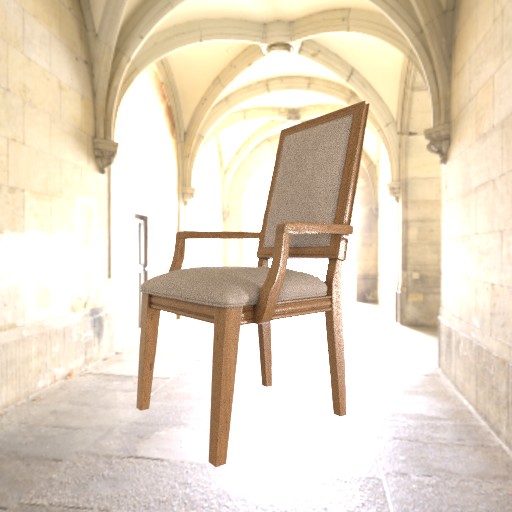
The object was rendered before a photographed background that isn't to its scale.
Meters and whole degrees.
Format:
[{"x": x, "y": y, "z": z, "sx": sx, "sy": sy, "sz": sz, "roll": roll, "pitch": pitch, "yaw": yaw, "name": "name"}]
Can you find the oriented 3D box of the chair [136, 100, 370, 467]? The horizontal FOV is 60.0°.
[{"x": 0.000, "y": 0.000, "z": 1.418, "sx": 0.602, "sy": 0.990, "sz": 0.606, "roll": 0, "pitch": 1, "yaw": -36, "name": "chair"}]
